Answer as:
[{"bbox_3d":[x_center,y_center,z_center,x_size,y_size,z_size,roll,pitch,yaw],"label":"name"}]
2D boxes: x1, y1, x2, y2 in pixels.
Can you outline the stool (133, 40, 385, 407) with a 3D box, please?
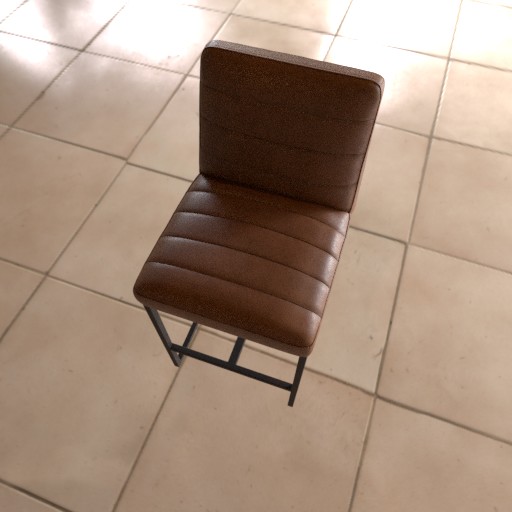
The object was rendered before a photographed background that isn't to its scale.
[{"bbox_3d":[0.000,0.000,1.266,0.458,0.940,0.556,16,59,10],"label":"stool"}]
